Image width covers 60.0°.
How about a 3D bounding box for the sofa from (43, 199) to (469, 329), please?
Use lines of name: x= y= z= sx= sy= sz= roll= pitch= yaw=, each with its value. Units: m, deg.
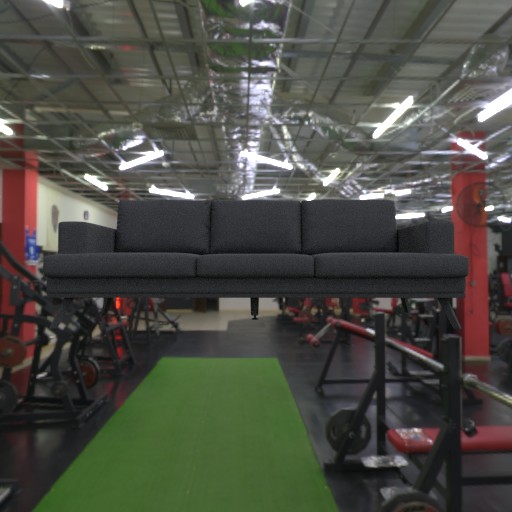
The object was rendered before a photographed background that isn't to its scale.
sofa: x=0.000 y=0.000 z=2.836 sx=2.310 sy=0.810 sz=0.920 roll=0 pitch=-1 yaw=0
